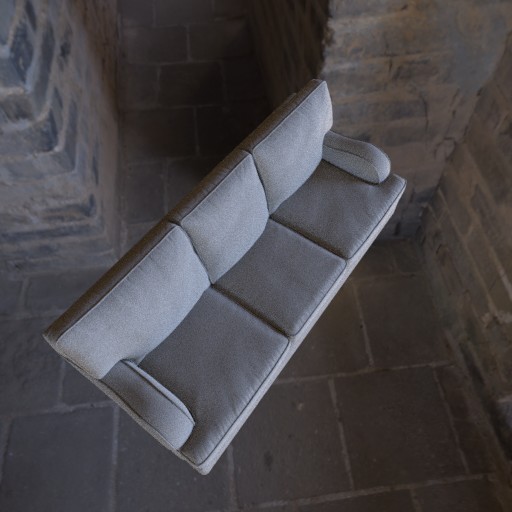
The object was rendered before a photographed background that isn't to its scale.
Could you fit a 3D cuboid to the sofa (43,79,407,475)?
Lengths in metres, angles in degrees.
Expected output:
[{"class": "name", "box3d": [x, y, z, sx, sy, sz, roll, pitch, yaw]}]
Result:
[{"class": "sofa", "box3d": [0.000, 0.000, 2.778, 1.016, 0.997, 2.323, 32, 64, 18]}]
